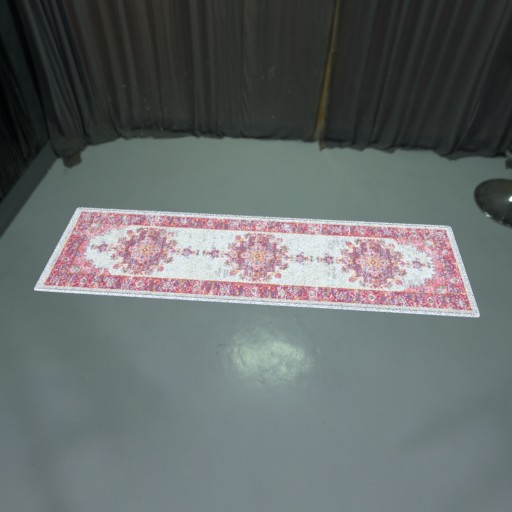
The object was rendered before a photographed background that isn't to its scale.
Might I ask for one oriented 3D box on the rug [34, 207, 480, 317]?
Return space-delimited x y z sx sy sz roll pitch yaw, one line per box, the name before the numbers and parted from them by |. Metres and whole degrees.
rug | 0.000 0.000 2.493 2.294 0.011 0.666 3 47 3
